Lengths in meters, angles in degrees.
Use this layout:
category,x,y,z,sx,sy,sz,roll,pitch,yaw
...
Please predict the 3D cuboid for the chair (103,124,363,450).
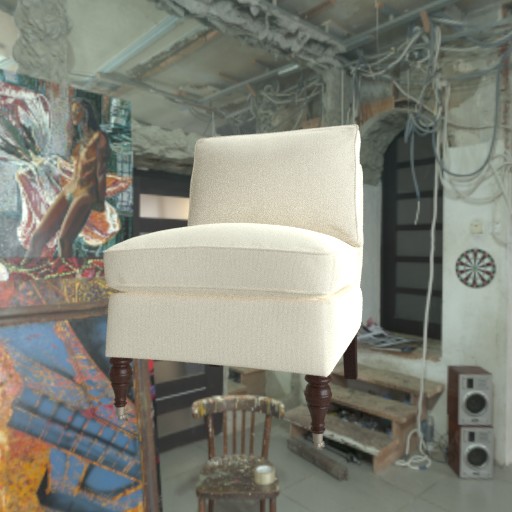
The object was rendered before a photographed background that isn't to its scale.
category,x,y,z,sx,sy,sz,roll,pitch,yaw
chair,0.000,0.000,1.401,0.630,0.887,0.781,0,1,19
